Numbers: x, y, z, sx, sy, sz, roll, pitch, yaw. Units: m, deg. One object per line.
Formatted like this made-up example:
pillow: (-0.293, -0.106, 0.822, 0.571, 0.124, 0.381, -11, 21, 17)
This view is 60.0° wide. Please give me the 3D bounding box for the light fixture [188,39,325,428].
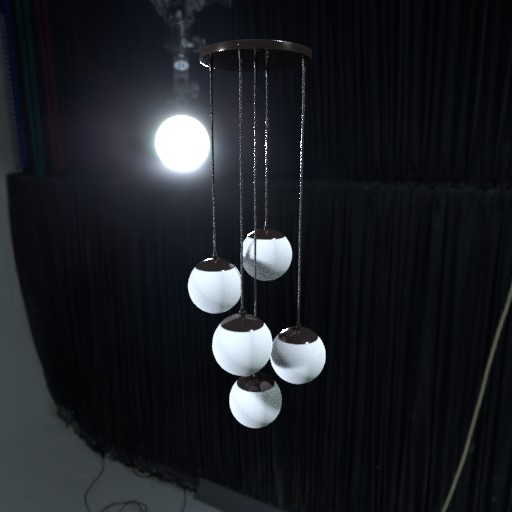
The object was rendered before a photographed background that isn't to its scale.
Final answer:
light fixture: (0.000, 0.000, 1.496, 0.484, 1.271, 0.489, 6, 14, 24)
